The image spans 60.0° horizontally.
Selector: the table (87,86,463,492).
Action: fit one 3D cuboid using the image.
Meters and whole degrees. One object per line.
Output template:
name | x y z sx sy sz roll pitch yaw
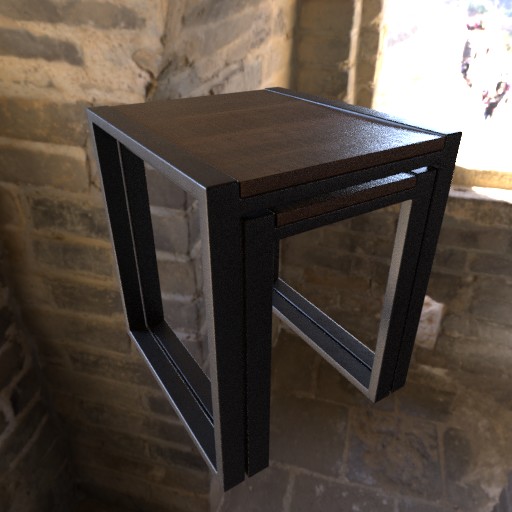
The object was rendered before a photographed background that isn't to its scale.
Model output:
table | 0.000 0.000 0.903 0.449 0.550 0.500 -18 34 -28
